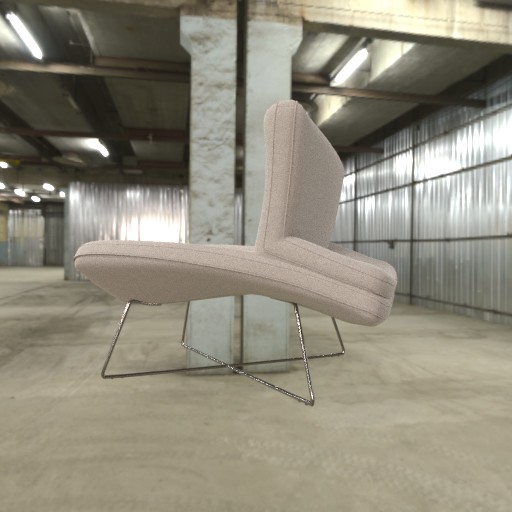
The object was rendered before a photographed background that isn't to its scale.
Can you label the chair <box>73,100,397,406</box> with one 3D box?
[{"bbox_3d":[0.000,0.000,1.664,1.008,0.855,0.859,0,0,18],"label":"chair"}]
